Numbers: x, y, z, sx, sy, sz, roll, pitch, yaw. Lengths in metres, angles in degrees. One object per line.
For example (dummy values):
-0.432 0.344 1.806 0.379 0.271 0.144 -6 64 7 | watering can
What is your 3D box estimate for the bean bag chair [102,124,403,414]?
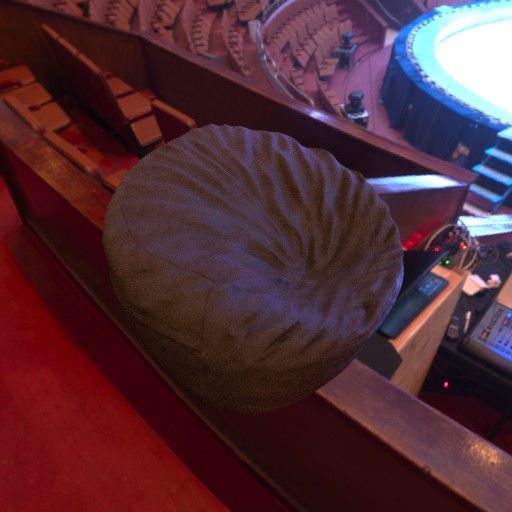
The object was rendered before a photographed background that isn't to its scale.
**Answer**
0.000 0.000 2.012 1.245 0.821 1.245 0 42 0 | bean bag chair
